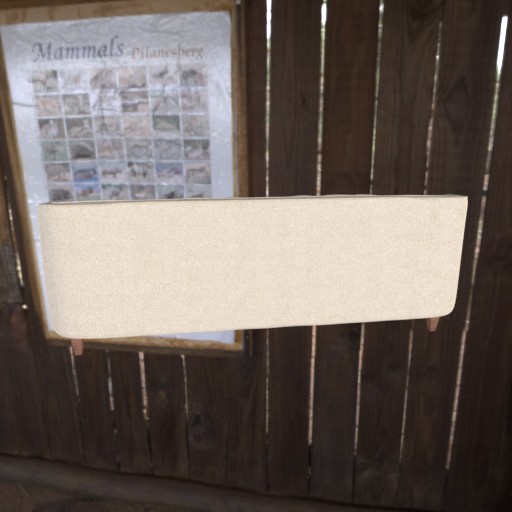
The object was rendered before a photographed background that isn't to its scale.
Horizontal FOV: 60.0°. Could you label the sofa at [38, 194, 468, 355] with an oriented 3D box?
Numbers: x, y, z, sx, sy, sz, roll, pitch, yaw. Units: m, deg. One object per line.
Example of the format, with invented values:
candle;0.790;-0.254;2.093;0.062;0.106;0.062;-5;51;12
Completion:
sofa;0.000;0.000;2.631;2.235;0.788;0.913;-2;14;-9
